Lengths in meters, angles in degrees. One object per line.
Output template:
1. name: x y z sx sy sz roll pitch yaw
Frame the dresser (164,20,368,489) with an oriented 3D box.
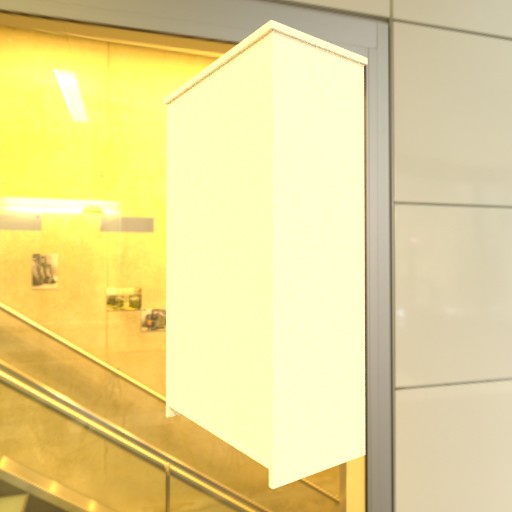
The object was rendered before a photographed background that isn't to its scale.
1. dresser: 0.000 0.000 1.581 0.399 1.255 0.704 1 -1 -35
